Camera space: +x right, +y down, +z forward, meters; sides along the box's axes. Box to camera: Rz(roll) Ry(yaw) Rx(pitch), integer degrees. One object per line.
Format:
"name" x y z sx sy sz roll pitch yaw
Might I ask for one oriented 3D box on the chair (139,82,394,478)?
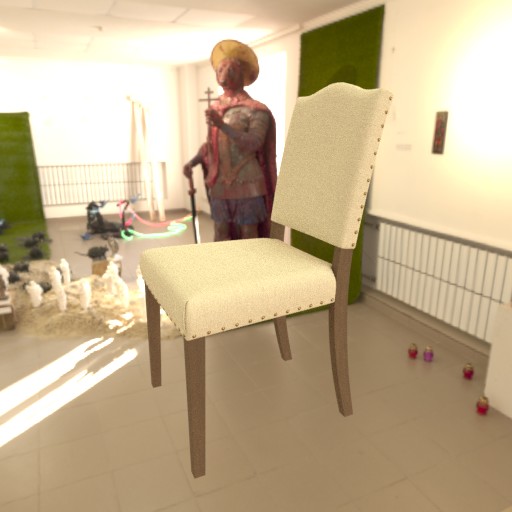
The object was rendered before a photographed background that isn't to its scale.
"chair" 0.000 0.000 1.361 0.619 1.015 0.508 -8 18 -25
